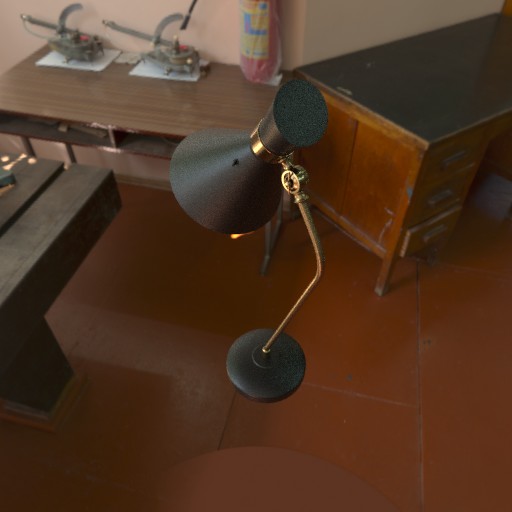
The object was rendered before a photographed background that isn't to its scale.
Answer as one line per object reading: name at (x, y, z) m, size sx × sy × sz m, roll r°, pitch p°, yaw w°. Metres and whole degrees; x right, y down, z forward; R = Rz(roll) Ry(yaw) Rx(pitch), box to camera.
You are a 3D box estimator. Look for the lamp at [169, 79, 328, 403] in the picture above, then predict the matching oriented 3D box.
lamp at (0.000, 0.000, 0.769) m, size 0.189 × 0.647 × 0.292 m, roll -33°, pitch 53°, yaw -28°
